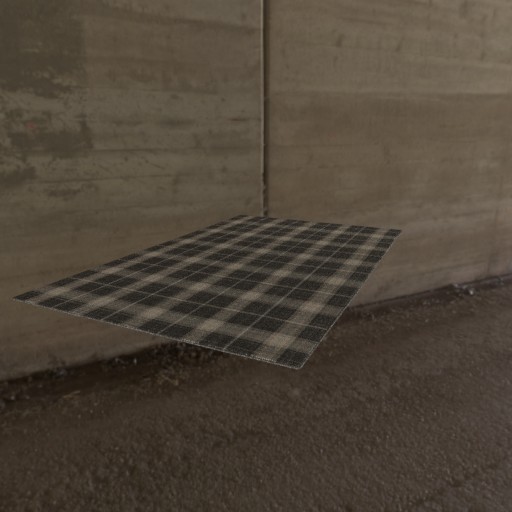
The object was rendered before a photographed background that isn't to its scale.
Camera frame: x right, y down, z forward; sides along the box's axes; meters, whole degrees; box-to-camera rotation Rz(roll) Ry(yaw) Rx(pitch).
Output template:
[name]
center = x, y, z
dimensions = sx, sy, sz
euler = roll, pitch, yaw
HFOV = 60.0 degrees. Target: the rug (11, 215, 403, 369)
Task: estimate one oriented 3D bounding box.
[rug]
center = 0.000, 0.000, 2.910
dimensions = 1.520, 0.015, 2.434
euler = 8, 18, 25
